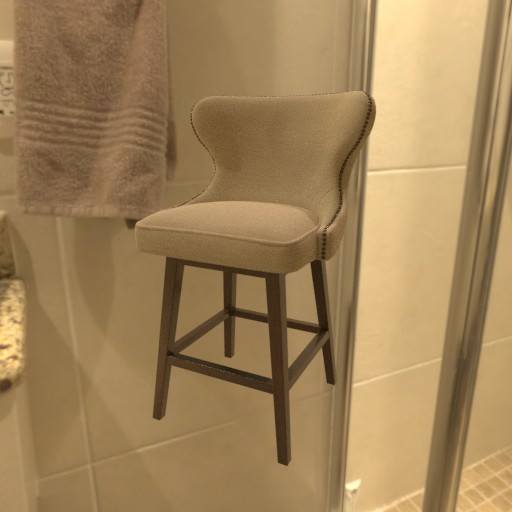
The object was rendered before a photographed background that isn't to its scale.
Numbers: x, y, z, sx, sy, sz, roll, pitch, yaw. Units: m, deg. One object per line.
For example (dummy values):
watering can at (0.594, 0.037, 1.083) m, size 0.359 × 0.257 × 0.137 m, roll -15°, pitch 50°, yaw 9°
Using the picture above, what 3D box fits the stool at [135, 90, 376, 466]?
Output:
stool at (0.000, 0.000, 1.368) m, size 0.615 × 0.972 × 0.597 m, roll 8°, pitch 18°, yaw 26°
